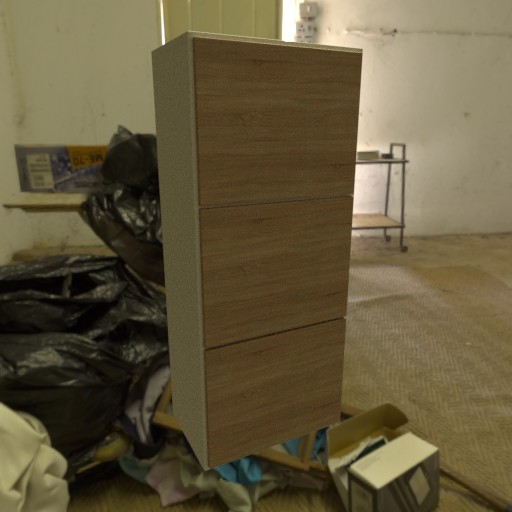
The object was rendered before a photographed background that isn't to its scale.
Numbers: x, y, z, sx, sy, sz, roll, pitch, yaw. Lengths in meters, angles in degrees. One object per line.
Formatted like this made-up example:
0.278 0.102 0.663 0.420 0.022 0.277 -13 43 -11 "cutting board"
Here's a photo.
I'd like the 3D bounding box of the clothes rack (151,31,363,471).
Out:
0.000 0.000 1.390 0.500 1.187 0.331 -8 18 -26 "clothes rack"
